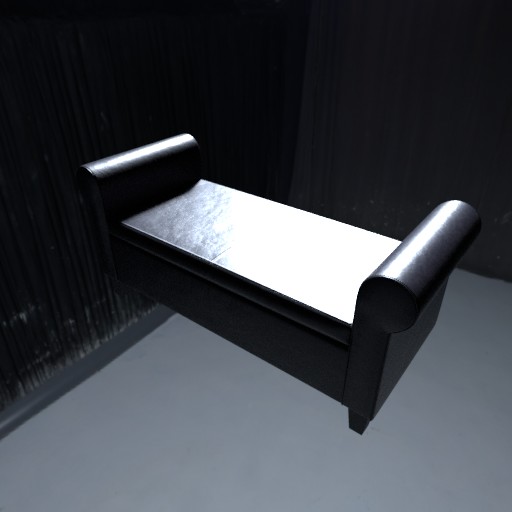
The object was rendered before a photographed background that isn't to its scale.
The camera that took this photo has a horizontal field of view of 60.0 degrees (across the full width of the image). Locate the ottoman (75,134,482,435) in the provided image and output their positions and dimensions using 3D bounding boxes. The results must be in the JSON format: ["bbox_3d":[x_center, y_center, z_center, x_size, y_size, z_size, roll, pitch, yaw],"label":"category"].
[{"bbox_3d":[0.000,0.000,1.543,1.256,0.547,0.521,22,38,31],"label":"ottoman"}]
